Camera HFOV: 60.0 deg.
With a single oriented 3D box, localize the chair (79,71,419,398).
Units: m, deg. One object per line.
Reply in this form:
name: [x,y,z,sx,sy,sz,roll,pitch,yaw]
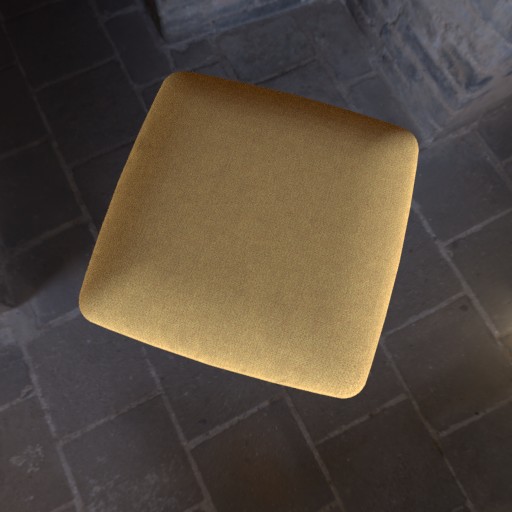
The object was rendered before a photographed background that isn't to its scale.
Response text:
chair: [0.000,0.000,0.700,0.350,0.440,0.350,16,77,4]
